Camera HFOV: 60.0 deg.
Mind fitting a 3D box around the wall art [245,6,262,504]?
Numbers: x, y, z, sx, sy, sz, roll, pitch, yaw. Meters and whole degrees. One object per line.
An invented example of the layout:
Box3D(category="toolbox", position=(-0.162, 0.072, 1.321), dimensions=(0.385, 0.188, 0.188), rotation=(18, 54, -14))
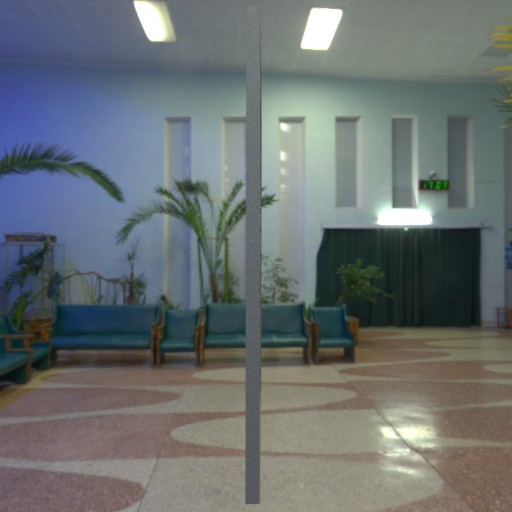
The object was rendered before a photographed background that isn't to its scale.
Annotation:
Box3D(category="wall art", position=(0.000, 0.000, 1.323), dimensions=(0.034, 1.042, 0.789), rotation=(0, -1, 1))
